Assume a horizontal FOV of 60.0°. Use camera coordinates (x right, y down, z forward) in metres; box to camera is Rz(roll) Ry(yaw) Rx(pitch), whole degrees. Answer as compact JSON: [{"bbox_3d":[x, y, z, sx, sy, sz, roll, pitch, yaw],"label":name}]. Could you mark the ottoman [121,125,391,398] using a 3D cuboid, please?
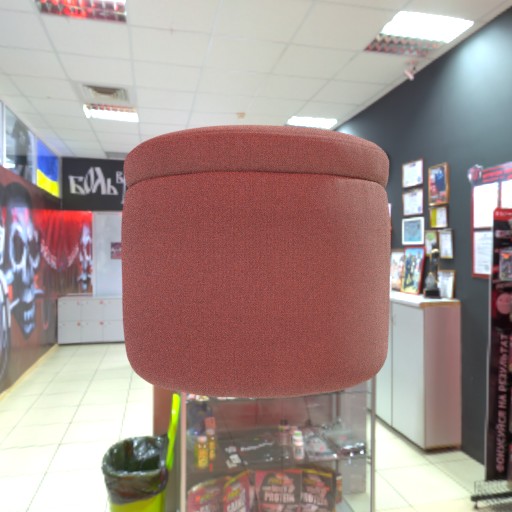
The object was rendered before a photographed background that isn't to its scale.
[{"bbox_3d":[0.000,0.000,0.857,0.497,0.409,0.497,0,1,0],"label":"ottoman"}]
